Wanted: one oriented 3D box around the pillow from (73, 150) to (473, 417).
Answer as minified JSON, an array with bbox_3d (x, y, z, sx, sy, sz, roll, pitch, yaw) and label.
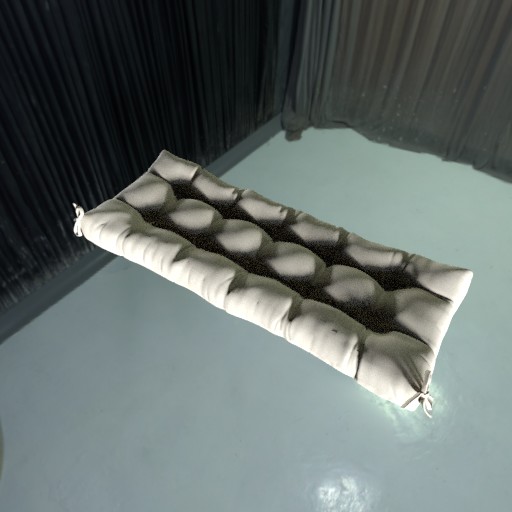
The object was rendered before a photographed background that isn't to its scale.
[{"bbox_3d":[0.000,0.000,1.322,1.194,0.174,0.511,25,52,21],"label":"pillow"}]
